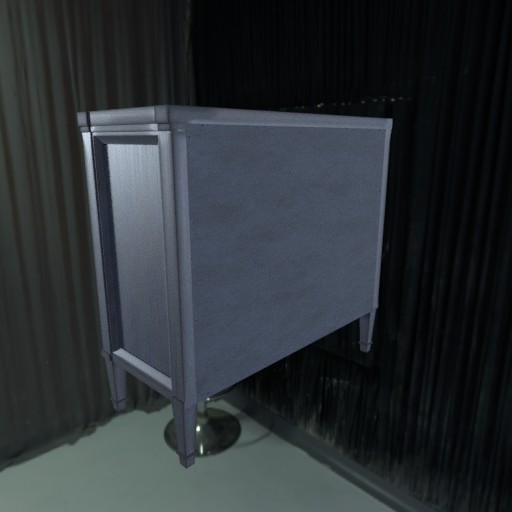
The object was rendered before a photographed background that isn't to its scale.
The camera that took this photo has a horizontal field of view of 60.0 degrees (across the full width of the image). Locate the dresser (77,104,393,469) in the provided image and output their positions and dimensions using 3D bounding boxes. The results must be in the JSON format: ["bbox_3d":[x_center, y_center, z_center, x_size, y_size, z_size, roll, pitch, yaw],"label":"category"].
[{"bbox_3d":[0.000,0.000,1.637,0.463,0.986,1.049,14,20,42],"label":"dresser"}]
